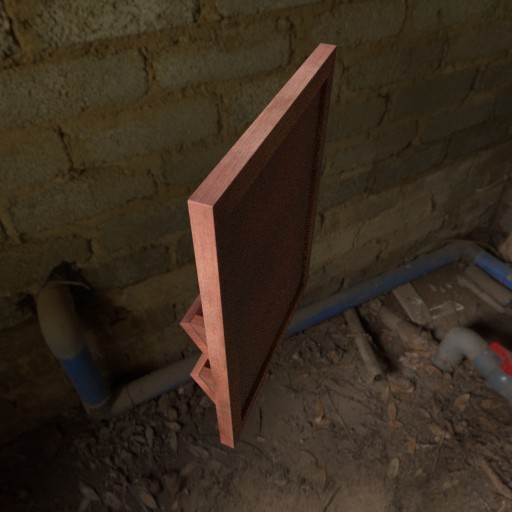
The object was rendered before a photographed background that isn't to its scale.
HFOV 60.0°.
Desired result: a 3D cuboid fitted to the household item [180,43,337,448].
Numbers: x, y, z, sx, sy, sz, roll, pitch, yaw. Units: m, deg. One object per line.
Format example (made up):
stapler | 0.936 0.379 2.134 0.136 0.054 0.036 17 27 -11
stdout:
household item | 0.000 0.000 0.548 0.067 0.407 0.310 17 48 16
